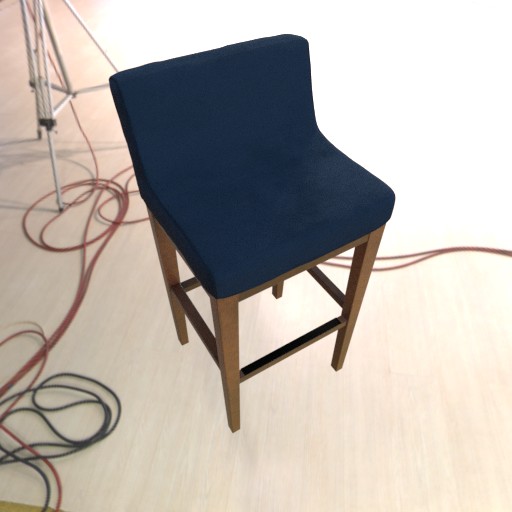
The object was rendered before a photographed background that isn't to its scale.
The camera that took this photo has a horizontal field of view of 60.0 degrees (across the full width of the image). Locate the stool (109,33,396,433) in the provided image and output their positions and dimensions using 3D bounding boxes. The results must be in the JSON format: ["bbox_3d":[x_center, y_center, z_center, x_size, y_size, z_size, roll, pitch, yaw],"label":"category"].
[{"bbox_3d":[0.000,0.000,1.298,0.511,1.037,0.500,-24,50,-21],"label":"stool"}]
